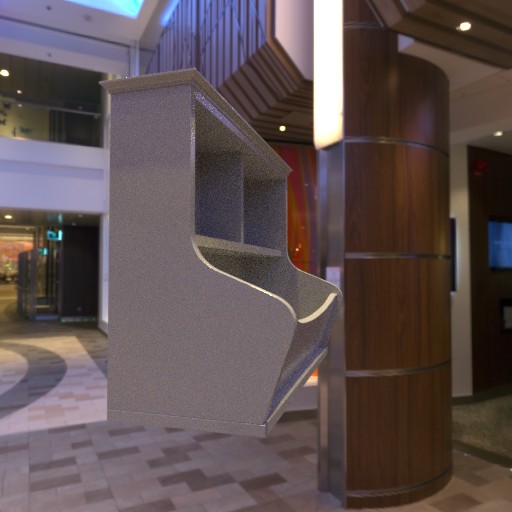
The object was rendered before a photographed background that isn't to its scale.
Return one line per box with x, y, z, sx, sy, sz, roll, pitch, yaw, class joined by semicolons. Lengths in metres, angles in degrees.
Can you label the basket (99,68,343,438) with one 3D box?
0.000;0.000;1.102;0.350;0.600;0.780;-1;-2;17;basket
